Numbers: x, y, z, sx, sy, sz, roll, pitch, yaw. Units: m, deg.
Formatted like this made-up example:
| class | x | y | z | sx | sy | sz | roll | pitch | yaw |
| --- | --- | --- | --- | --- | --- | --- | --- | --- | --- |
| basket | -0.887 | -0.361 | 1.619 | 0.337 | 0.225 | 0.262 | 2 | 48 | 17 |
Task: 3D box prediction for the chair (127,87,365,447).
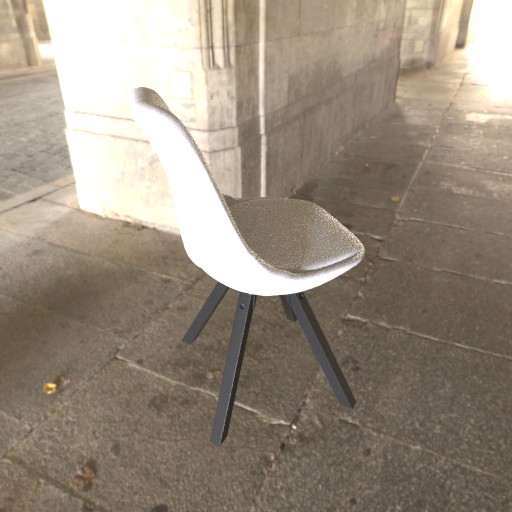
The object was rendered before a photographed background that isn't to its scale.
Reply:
| class | x | y | z | sx | sy | sz | roll | pitch | yaw |
| --- | --- | --- | --- | --- | --- | --- | --- | --- | --- |
| chair | 0.000 | 0.000 | 1.190 | 0.550 | 0.850 | 0.485 | -10 | 32 | -16 |
